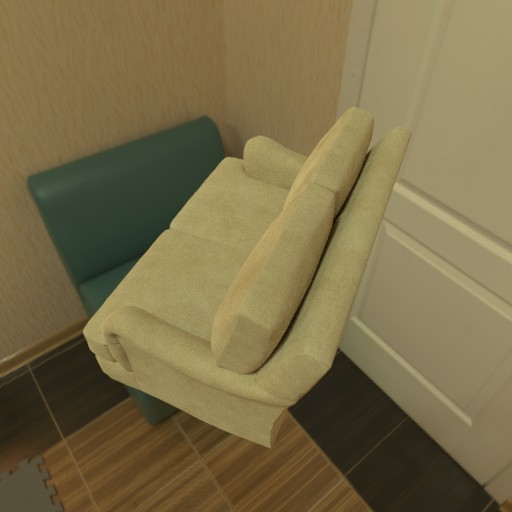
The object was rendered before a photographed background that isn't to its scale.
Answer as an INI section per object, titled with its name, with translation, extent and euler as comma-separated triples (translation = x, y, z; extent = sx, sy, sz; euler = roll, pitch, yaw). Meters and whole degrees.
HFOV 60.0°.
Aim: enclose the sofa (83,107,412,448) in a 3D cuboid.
[sofa]
translation = 0.000, 0.000, 2.220
extent = 1.086, 1.087, 1.498
euler = 17, 49, 16
